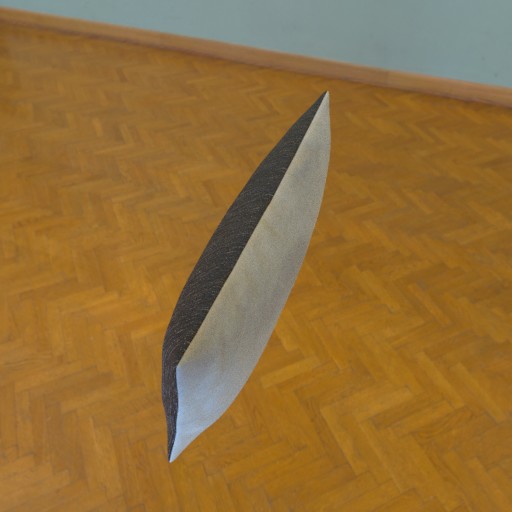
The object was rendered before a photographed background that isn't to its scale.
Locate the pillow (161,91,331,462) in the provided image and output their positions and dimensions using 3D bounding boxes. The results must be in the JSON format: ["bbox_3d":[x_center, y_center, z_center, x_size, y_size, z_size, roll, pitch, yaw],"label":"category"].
[{"bbox_3d":[0.000,0.000,0.736,0.156,0.305,0.608,15,48,14],"label":"pillow"}]
